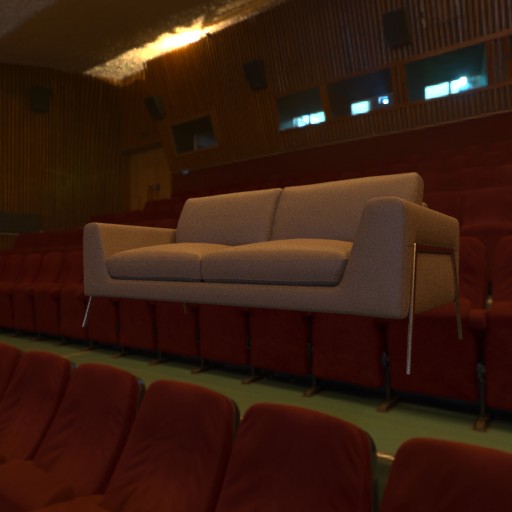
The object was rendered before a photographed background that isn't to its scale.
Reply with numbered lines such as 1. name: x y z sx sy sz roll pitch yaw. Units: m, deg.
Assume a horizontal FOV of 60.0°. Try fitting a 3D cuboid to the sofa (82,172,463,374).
1. sofa: 0.000 0.000 2.549 2.017 0.875 0.953 -1 -1 36
